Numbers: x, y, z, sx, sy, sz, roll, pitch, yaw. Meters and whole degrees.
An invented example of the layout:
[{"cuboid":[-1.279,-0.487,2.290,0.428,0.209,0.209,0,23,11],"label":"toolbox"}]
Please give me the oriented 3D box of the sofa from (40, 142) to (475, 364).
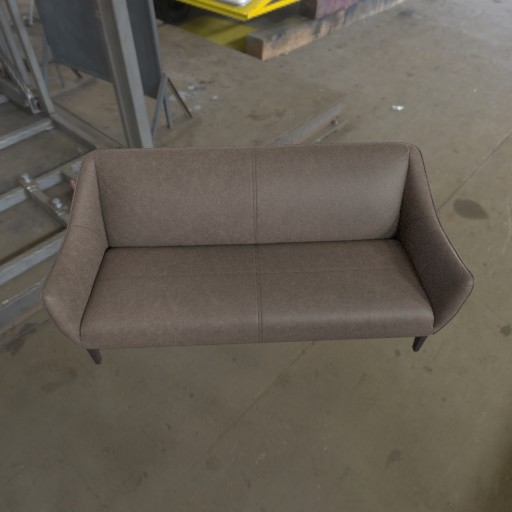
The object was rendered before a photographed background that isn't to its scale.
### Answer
[{"cuboid":[0.000,0.000,2.351,1.928,0.831,0.869,-2,47,-2],"label":"sofa"}]
